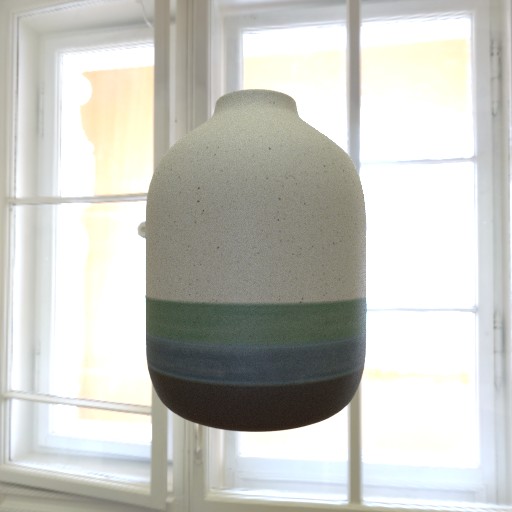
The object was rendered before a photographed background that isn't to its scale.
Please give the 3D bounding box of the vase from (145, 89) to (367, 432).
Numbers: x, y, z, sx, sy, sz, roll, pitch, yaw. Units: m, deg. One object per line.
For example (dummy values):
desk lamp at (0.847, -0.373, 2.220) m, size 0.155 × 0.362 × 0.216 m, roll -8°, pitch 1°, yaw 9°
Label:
vase at (0.000, 0.000, 0.348) m, size 0.169 × 0.240 × 0.169 m, roll 0°, pitch -1°, yaw 0°
